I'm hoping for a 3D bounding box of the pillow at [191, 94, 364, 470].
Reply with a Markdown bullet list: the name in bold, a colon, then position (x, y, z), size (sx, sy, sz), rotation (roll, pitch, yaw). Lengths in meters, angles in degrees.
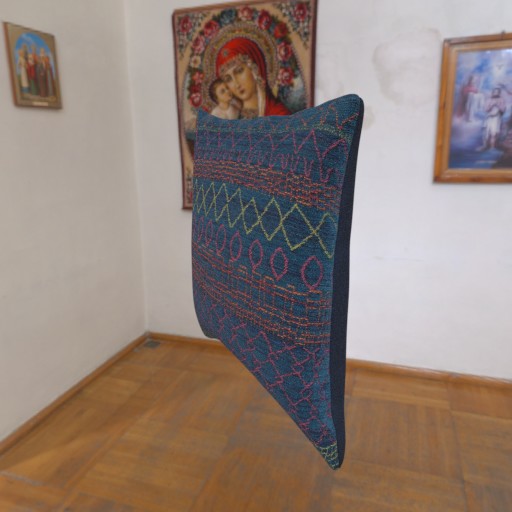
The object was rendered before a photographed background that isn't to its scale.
- **pillow**: position (0.000, 0.000, 0.653), size (0.141, 0.431, 0.431), rotation (-8, 17, -26)
